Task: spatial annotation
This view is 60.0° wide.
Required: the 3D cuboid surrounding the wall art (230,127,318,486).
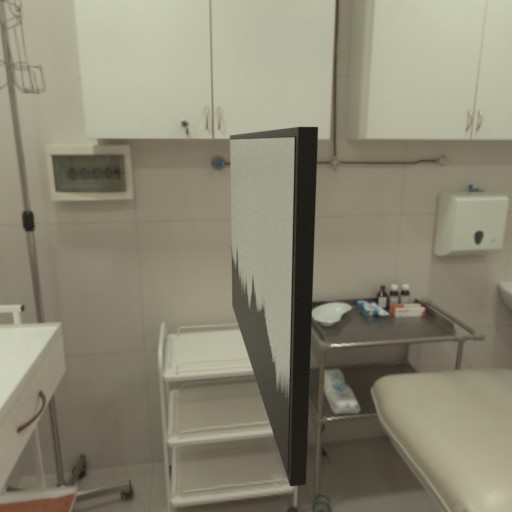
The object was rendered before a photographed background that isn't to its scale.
[{"bbox_3d":[0.000,0.000,0.832,0.022,0.446,0.659,-2,15,-9],"label":"wall art"}]
